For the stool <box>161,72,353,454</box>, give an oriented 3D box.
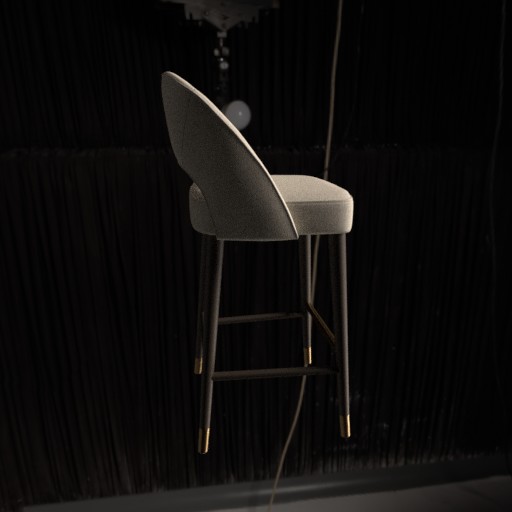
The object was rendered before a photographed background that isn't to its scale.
[{"bbox_3d":[0.000,0.000,1.362,0.509,1.037,0.494,-3,17,-9],"label":"stool"}]
